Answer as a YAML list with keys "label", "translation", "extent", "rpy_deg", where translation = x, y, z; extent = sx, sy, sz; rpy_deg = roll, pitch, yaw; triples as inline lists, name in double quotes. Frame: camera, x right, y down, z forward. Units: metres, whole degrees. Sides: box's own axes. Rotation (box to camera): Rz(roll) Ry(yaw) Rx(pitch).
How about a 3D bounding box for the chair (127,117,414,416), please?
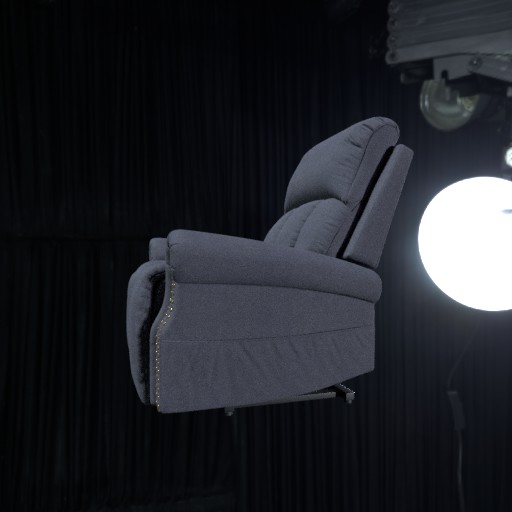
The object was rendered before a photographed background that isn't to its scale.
- label: "chair"
  translation: [0.000, 0.000, 1.752]
  extent: [0.979, 1.031, 0.871]
  rpy_deg: [0, 0, -17]
